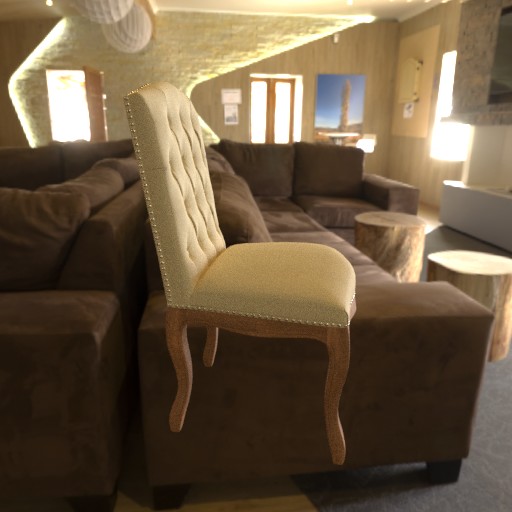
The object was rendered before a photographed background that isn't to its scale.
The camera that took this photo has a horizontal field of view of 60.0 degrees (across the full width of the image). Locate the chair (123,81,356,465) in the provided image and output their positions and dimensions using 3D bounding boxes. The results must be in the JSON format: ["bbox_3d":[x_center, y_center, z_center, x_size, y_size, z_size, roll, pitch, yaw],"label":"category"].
[{"bbox_3d":[0.000,0.000,1.574,0.715,1.165,0.623,3,16,9],"label":"chair"}]
